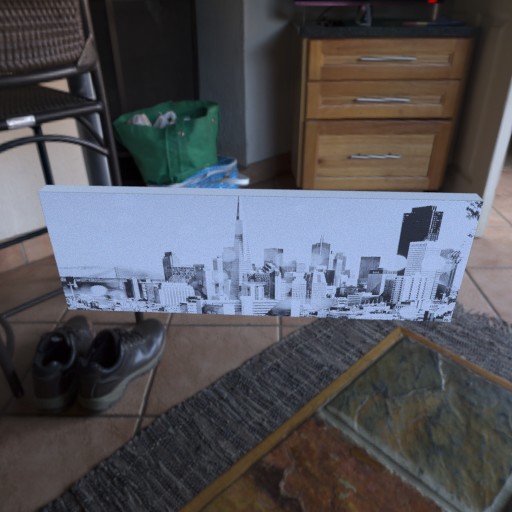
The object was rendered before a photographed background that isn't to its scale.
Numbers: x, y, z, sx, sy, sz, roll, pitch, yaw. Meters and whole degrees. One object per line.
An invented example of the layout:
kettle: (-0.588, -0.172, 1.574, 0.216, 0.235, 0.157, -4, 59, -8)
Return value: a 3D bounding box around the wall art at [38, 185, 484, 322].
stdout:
wall art: (0.000, 0.000, 0.839, 0.766, 0.256, 0.036, 2, 30, 3)
